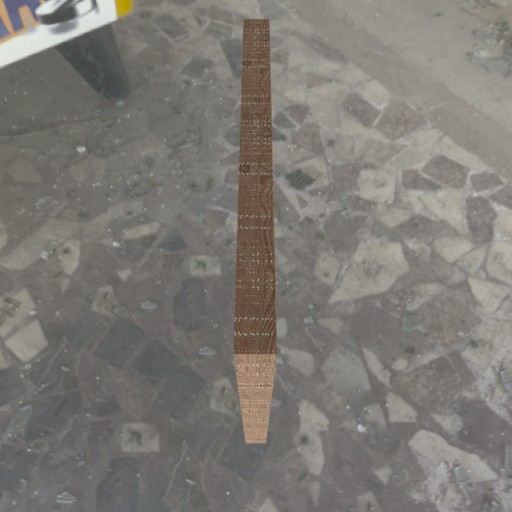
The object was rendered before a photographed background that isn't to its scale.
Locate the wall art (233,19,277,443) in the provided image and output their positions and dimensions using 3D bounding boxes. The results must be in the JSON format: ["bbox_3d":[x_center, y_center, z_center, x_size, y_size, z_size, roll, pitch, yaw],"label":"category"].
[{"bbox_3d":[0.000,0.000,0.772,0.040,0.531,0.531,0,59,0],"label":"wall art"}]
